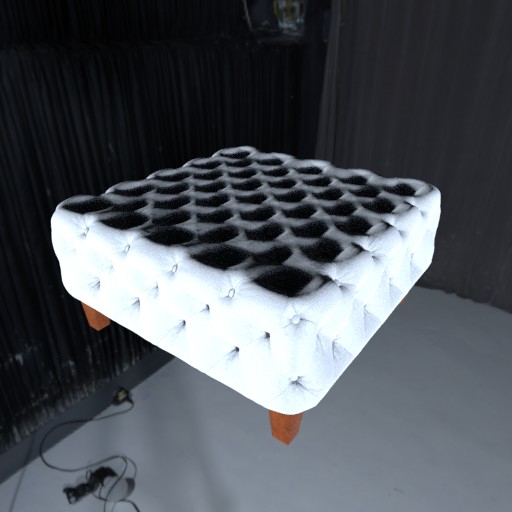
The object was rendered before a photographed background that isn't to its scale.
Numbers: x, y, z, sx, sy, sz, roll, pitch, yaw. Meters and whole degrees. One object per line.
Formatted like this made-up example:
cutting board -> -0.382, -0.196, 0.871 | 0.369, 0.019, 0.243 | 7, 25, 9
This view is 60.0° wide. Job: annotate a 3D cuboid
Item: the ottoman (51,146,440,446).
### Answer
ottoman -> 0.000, 0.000, 1.201 | 0.758, 0.365, 0.764 | 20, 34, 32
